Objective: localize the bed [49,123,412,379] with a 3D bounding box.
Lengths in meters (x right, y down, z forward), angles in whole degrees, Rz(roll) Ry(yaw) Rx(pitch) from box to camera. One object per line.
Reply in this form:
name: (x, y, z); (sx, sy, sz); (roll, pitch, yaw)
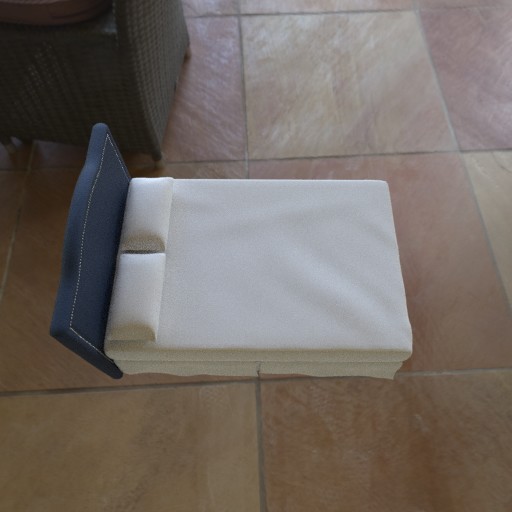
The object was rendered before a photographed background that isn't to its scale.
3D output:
bed: (0.000, 0.000, 3.606); (2.507, 1.441, 1.741); (0, 64, 0)
